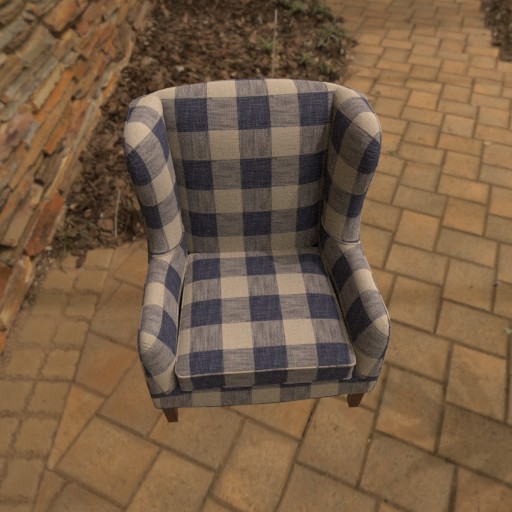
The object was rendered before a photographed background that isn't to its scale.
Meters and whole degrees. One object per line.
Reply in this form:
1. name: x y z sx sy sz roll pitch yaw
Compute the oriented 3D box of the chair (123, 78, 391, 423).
1. chair: 0.000 0.000 1.708 0.830 1.041 0.889 -4 47 -3
